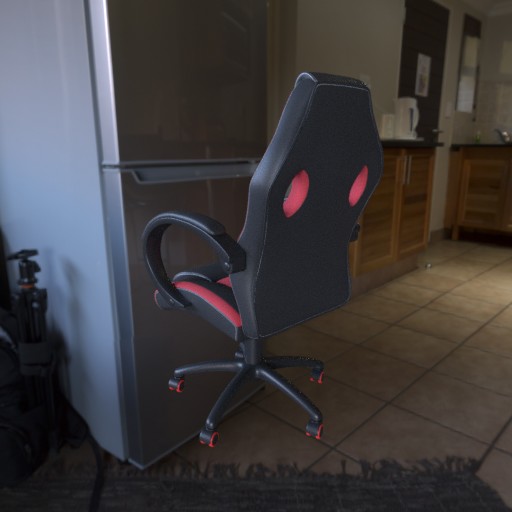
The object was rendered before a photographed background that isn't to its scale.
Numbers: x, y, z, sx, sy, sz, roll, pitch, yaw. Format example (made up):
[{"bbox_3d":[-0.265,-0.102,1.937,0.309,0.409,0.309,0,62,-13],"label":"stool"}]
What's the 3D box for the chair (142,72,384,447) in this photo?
[{"bbox_3d":[0.000,0.000,1.632,0.673,1.187,0.724,-14,20,-42],"label":"chair"}]
